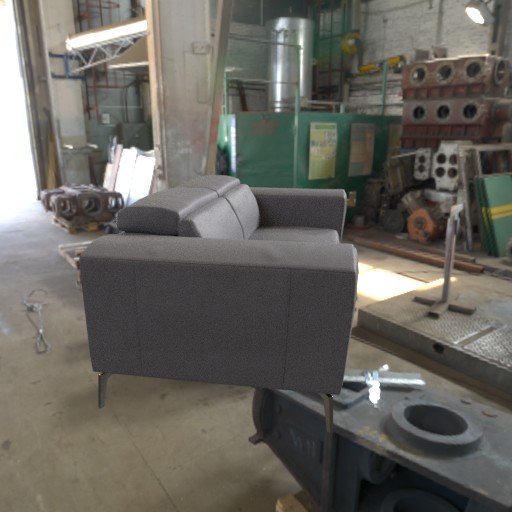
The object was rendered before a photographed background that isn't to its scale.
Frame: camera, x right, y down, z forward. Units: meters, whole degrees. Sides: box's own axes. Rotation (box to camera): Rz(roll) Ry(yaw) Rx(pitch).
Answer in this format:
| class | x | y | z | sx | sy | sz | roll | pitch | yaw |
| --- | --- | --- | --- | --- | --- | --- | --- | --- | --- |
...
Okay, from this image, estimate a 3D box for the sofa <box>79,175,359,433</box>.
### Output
| class | x | y | z | sx | sy | sz | roll | pitch | yaw |
| --- | --- | --- | --- | --- | --- | --- | --- | --- | --- |
| sofa | 0.000 | 0.000 | 2.450 | 1.003 | 0.779 | 1.895 | 3 | 16 | 9 |
